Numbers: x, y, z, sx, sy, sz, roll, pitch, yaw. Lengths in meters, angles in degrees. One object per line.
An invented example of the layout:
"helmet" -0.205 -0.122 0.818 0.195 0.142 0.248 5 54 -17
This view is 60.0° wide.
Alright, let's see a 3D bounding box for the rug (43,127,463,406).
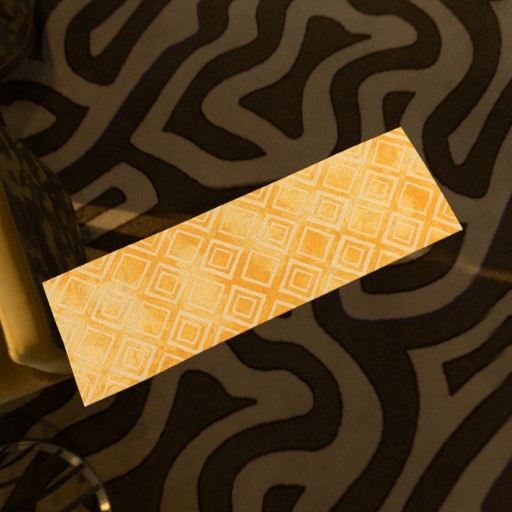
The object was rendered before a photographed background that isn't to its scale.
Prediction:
"rug" 0.000 0.000 2.660 2.438 0.010 0.775 -24 77 -6
